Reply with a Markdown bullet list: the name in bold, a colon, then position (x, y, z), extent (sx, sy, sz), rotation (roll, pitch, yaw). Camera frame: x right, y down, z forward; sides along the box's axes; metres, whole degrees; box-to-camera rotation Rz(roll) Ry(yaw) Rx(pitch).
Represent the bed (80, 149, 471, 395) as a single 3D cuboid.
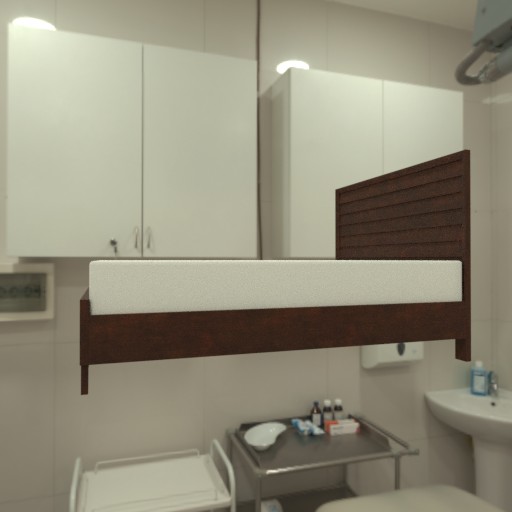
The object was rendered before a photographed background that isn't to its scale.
- **bed**: position (0.000, 0.000, 3.074), extent (2.184, 1.270, 1.600), rotation (0, 0, -19)
